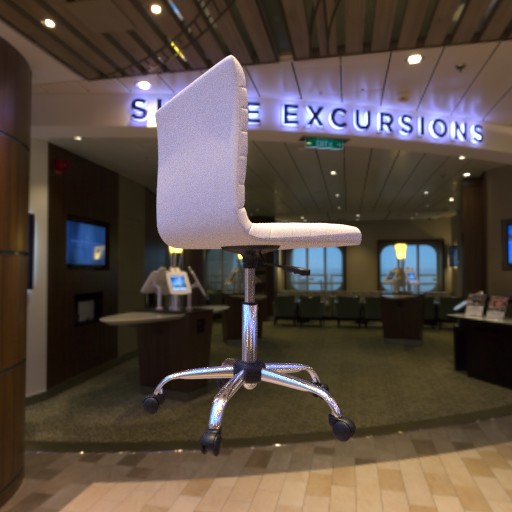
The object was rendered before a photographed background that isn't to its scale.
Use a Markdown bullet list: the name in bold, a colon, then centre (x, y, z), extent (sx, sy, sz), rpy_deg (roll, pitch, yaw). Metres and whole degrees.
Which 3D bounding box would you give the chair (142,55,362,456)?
- **chair**: centre (0.000, 0.000, 1.068), extent (0.455, 0.750, 0.520), rpy_deg (1, -2, -34)
